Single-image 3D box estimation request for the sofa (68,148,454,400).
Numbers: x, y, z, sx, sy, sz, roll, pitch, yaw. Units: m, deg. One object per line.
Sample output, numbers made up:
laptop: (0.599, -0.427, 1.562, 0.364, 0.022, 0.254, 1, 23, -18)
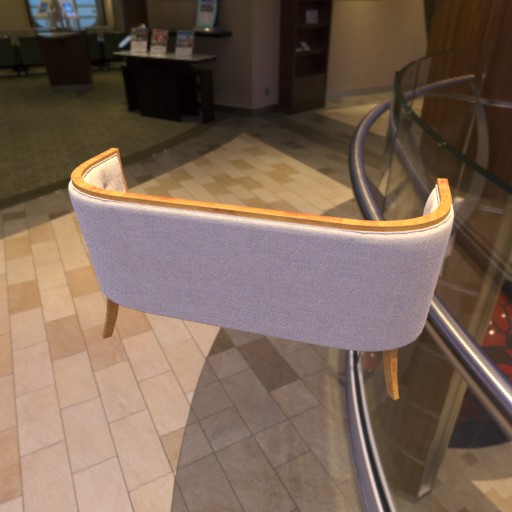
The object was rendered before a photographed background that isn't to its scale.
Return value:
sofa: (0.000, 0.000, 1.951, 1.474, 0.775, 0.770, 8, 31, 14)
